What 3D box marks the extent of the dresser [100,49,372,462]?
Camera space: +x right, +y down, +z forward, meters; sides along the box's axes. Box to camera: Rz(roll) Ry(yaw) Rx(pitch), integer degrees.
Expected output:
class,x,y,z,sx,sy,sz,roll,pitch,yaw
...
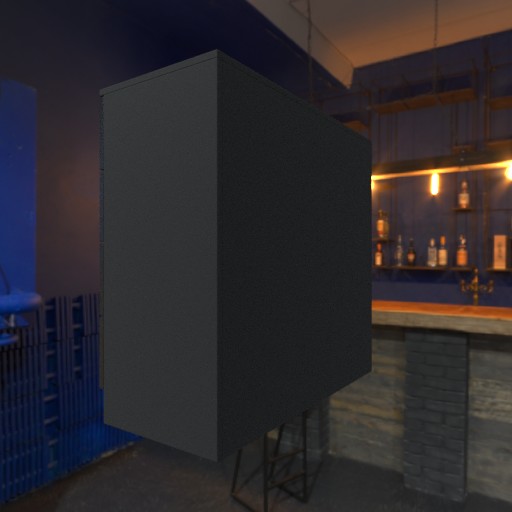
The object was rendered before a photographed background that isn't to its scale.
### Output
class,x,y,z,sx,sy,sz,roll,pitch,yaw
dresser,0.000,0.000,1.181,0.360,0.720,0.750,0,0,35
